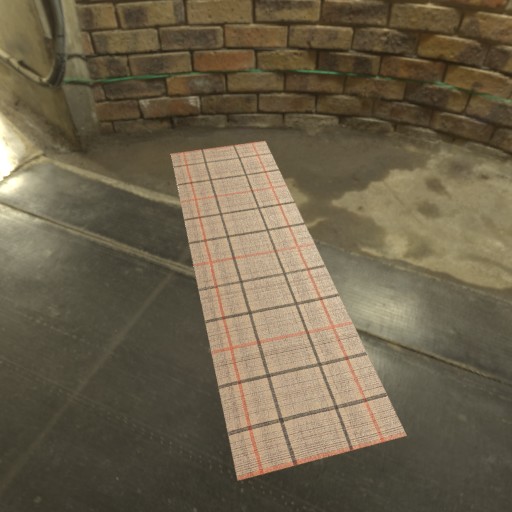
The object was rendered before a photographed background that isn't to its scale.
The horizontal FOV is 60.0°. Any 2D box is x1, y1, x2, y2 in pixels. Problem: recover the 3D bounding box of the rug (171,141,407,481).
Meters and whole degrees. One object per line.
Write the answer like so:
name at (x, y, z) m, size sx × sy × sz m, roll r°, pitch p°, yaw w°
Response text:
rug at (0.000, 0.000, 2.700) m, size 0.762 × 0.008 × 2.439 m, roll -10°, pitch 47°, yaw -10°
